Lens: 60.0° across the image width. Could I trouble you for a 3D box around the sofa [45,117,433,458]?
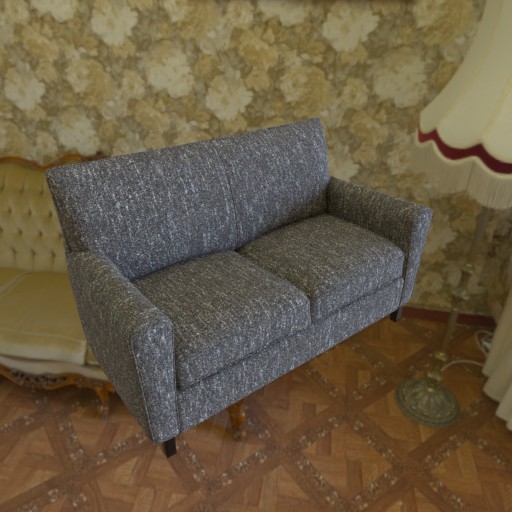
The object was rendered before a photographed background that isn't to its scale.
[{"bbox_3d":[0.000,0.000,2.042,1.519,0.946,0.801,-21,36,-31],"label":"sofa"}]
